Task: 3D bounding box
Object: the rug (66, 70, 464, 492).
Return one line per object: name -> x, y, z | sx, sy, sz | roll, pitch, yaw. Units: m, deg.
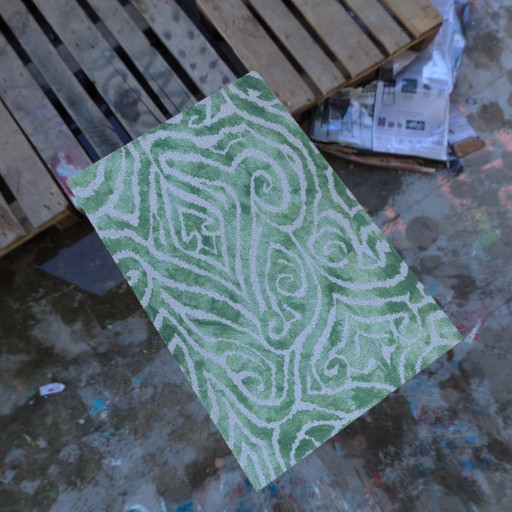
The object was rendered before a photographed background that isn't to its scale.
rug -> 0.000, 0.000, 2.265 | 1.220, 0.006, 1.826 | -33, 78, -8
